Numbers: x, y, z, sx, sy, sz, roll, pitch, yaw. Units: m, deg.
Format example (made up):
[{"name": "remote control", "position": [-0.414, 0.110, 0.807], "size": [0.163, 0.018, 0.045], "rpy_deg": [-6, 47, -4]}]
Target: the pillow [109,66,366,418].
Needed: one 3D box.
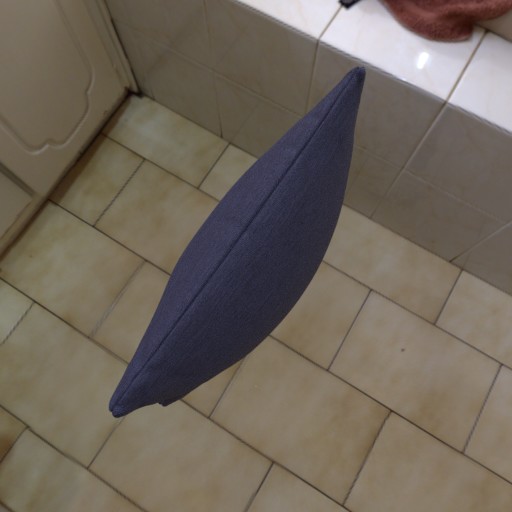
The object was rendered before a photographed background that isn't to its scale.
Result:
[{"name": "pillow", "position": [0.000, 0.000, 0.785], "size": [0.210, 0.338, 0.633], "rpy_deg": [33, 76, 9]}]
